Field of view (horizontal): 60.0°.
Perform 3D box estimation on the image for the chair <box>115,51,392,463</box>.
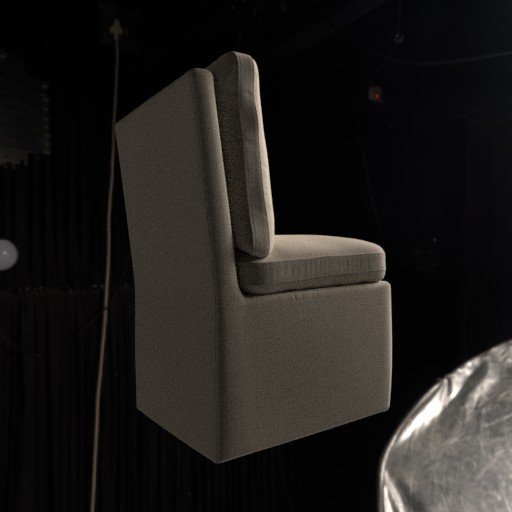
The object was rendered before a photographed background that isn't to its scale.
[{"bbox_3d":[0.000,0.000,1.319,0.698,0.927,0.503,0,-1,-37],"label":"chair"}]
